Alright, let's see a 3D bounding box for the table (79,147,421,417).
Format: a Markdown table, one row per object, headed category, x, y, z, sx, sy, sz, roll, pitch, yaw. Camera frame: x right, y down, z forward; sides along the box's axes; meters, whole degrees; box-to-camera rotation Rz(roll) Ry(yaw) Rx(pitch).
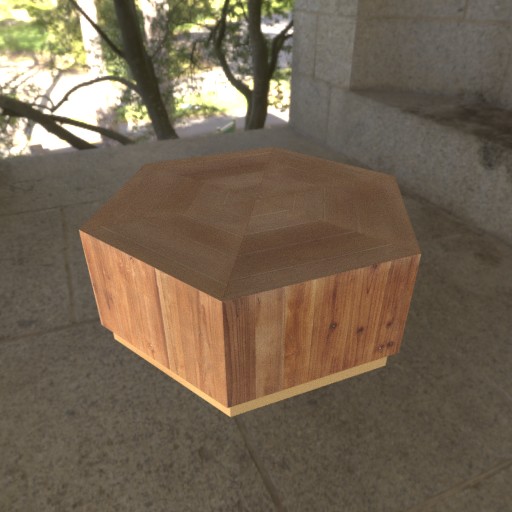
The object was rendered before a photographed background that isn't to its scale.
| category | x | y | z | sx | sy | sz | roll | pitch | yaw |
| --- | --- | --- | --- | --- | --- | --- | --- | --- | --- |
| table | 0.000 | 0.000 | 1.641 | 1.154 | 0.456 | 1.000 | 22 | 38 | 31 |
